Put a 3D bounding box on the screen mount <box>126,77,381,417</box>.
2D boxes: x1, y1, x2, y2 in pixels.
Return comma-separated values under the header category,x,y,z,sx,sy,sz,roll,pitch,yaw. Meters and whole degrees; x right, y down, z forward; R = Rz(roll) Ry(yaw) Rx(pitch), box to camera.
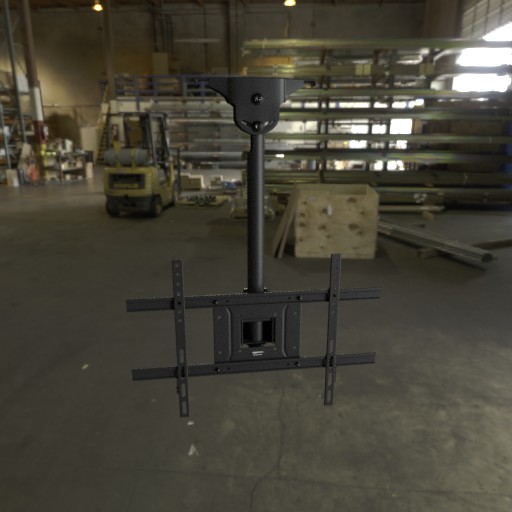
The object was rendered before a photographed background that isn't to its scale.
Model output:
category,x,y,z,sx,sy,sz,roll,pitch,yaw
screen mount,0.000,0.000,1.039,0.595,0.775,0.090,-2,16,-8
